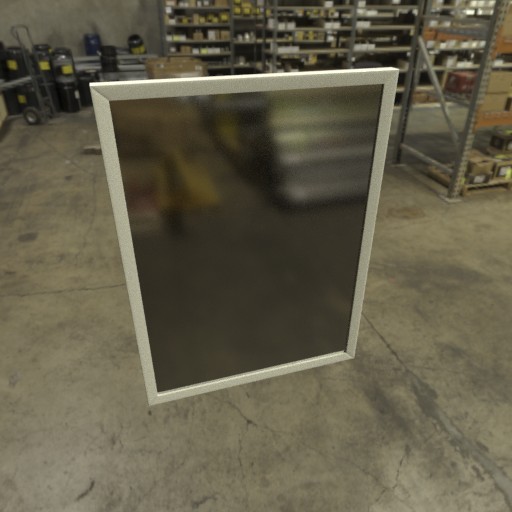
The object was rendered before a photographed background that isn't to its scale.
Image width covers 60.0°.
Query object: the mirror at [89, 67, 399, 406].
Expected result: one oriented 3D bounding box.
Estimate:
[{"bbox_3d":[0.000,0.000,1.329,0.762,1.016,0.040,-9,32,-15],"label":"mirror"}]
